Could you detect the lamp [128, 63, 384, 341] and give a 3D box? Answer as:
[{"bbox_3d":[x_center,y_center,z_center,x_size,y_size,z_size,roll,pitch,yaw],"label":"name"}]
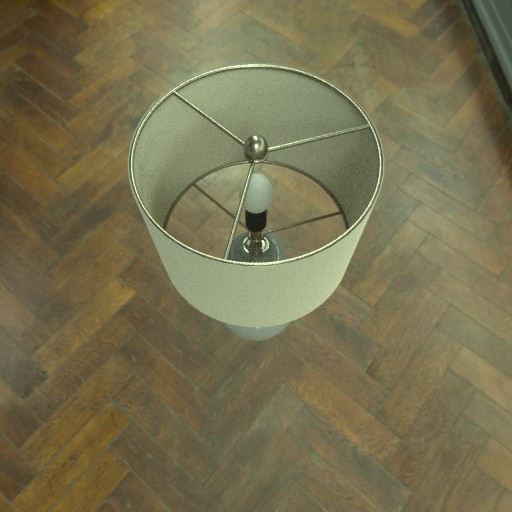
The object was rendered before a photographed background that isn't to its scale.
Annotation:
[{"bbox_3d":[0.000,0.000,0.941,0.367,0.730,0.367,-32,68,-15],"label":"lamp"}]
